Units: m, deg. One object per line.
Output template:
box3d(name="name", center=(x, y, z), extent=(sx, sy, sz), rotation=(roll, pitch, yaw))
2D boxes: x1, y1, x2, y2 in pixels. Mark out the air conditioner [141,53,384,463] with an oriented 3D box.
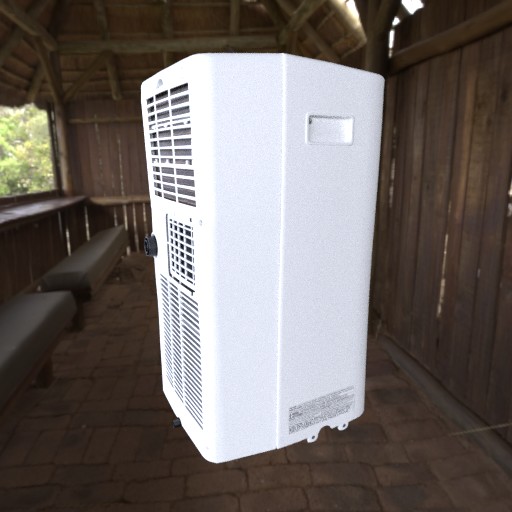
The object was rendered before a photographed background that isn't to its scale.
box3d(name="air conditioner", center=(0.000, 0.000, 0.783), extent=(0.349, 0.606, 0.304), rotation=(-7, 15, -27))
